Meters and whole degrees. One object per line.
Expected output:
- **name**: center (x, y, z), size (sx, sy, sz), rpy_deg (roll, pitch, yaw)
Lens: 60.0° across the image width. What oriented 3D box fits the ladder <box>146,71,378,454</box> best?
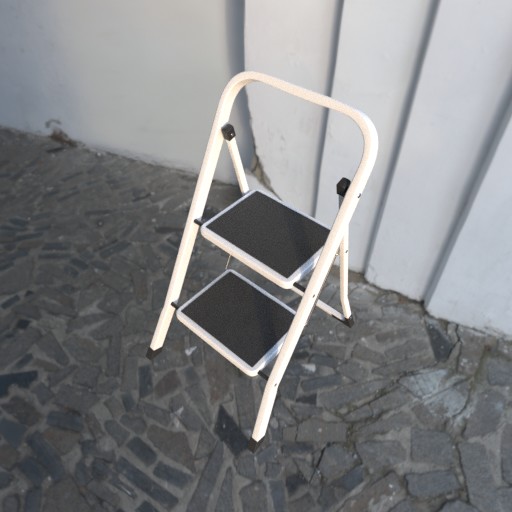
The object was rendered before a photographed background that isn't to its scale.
- **ladder**: center (0.000, 0.000, 1.159), size (0.460, 0.810, 0.544), rpy_deg (32, 54, 27)
